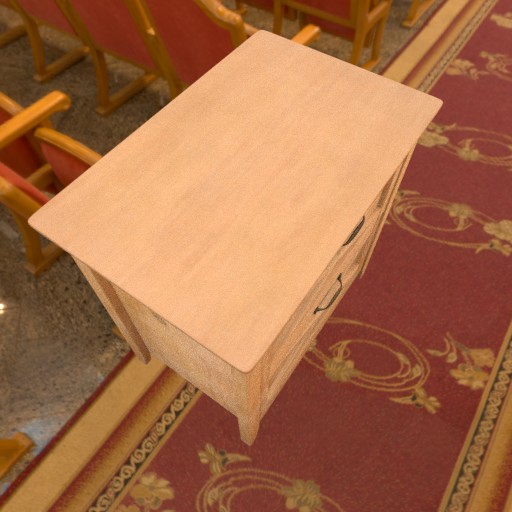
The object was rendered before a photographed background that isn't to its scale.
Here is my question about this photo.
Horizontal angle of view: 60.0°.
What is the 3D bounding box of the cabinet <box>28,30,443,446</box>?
[{"bbox_3d":[0.000,0.000,1.222,0.503,0.762,0.763,30,62,18],"label":"cabinet"}]
